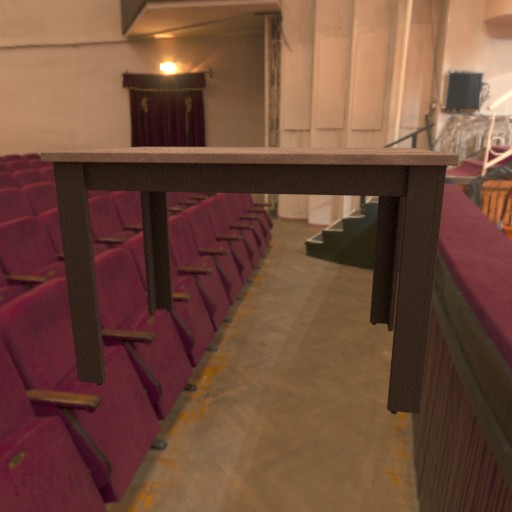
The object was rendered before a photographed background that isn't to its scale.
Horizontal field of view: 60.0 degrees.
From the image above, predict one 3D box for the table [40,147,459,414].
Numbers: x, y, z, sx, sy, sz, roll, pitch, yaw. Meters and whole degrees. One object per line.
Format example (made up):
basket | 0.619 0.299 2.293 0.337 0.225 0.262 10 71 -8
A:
table | 0.000 0.000 1.572 1.100 0.734 0.700 2 15 9
